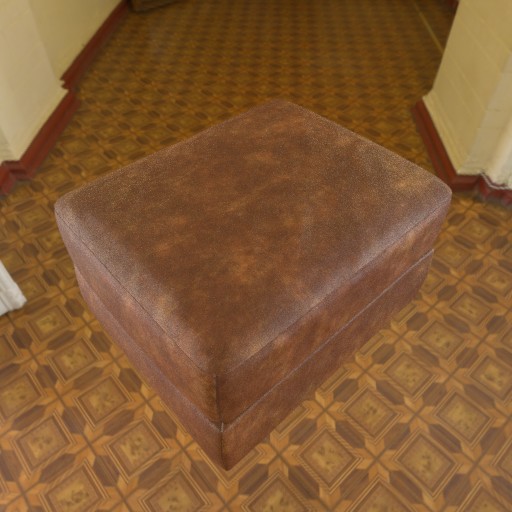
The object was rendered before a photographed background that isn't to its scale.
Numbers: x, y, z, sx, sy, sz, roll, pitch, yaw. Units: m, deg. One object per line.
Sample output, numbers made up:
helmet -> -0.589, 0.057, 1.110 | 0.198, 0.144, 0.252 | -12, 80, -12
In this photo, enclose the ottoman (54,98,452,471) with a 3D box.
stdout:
ottoman -> 0.000, 0.000, 1.118 | 0.751, 0.476, 0.603 | -34, 55, -28
